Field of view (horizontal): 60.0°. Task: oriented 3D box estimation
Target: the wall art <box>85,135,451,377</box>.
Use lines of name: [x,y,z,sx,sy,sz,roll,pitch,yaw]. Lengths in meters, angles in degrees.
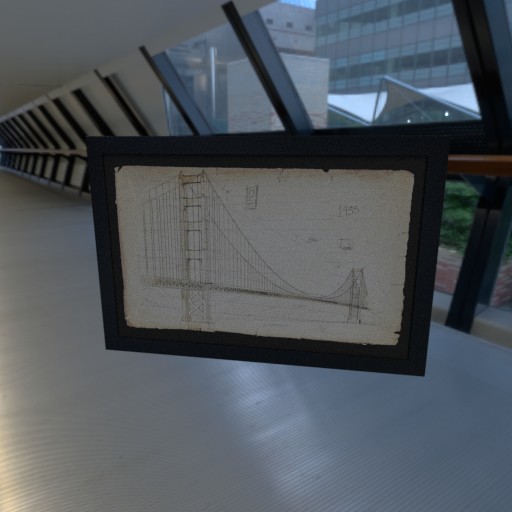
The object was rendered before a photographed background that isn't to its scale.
wall art: [0.000,0.000,0.855,0.660,0.447,0.013,3,15,10]
